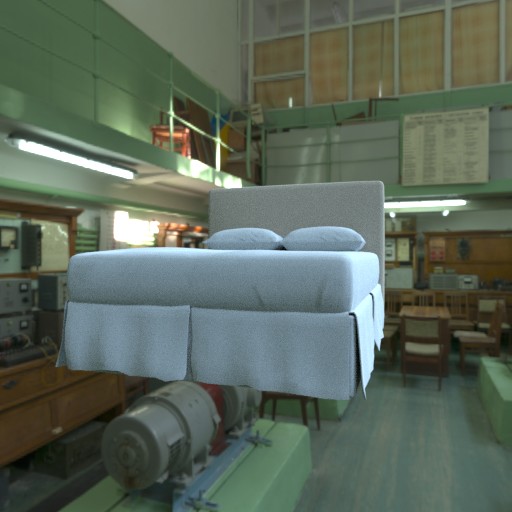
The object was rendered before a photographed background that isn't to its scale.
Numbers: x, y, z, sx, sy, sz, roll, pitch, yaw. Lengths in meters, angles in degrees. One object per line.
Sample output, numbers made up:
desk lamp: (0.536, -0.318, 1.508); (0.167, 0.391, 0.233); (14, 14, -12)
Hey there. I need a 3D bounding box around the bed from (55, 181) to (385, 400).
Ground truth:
bed: (0.000, 0.000, 3.235); (1.748, 1.330, 2.142); (0, 0, 19)
